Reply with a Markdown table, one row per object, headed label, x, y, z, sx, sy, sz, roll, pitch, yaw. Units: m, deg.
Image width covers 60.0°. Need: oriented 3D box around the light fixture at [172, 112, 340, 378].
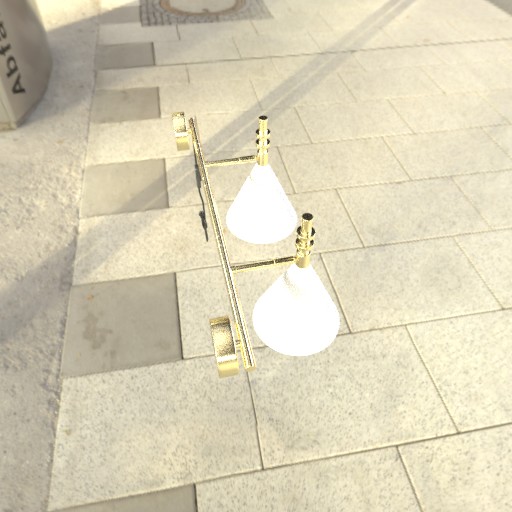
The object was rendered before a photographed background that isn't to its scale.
| label | x | y | z | sx | sy | sz | roll | pitch | yaw |
| --- | --- | --- | --- | --- | --- | --- | --- | --- | --- |
| light fixture | 0.000 | 0.000 | 0.893 | 0.239 | 0.468 | 0.642 | -9 | 48 | -9 |
